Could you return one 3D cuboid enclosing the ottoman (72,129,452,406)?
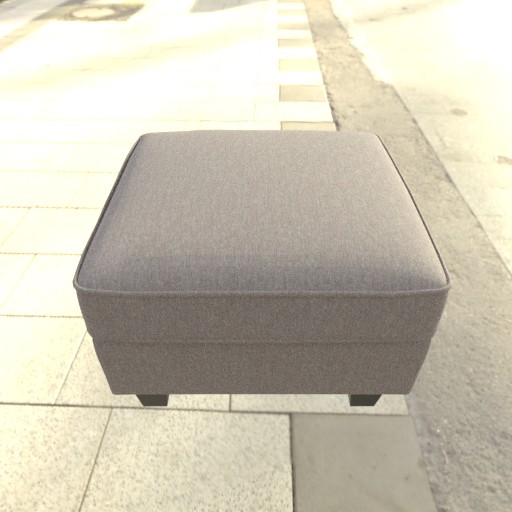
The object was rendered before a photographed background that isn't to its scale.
[{"bbox_3d":[0.000,0.000,1.374,0.871,0.612,0.808,0,40,0],"label":"ottoman"}]
